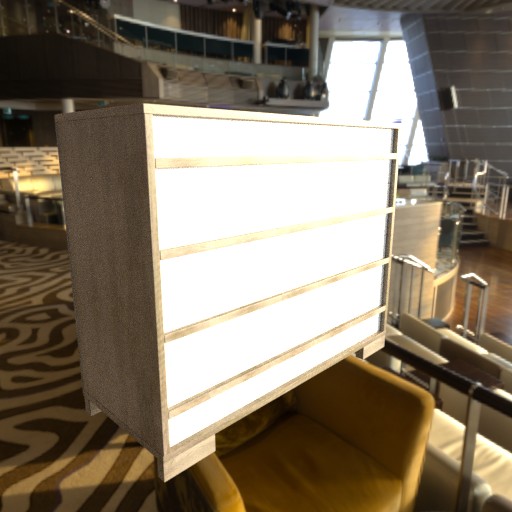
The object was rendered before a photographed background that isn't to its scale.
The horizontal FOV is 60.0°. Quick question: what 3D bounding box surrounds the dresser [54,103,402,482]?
[{"bbox_3d":[0.000,0.000,1.385,0.404,0.816,0.994,13,19,43],"label":"dresser"}]
